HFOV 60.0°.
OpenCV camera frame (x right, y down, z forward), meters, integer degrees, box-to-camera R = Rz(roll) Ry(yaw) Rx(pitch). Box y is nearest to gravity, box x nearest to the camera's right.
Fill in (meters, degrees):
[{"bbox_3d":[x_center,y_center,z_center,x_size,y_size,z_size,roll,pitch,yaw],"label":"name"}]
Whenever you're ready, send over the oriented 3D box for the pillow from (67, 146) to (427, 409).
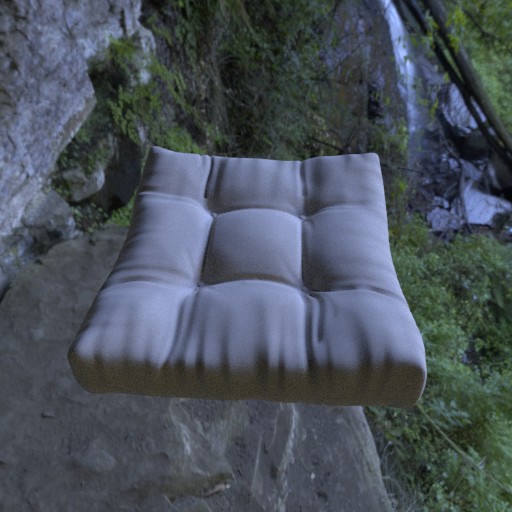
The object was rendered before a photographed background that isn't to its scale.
[{"bbox_3d":[0.000,0.000,0.732,0.468,0.128,0.490,2,46,2],"label":"pillow"}]
